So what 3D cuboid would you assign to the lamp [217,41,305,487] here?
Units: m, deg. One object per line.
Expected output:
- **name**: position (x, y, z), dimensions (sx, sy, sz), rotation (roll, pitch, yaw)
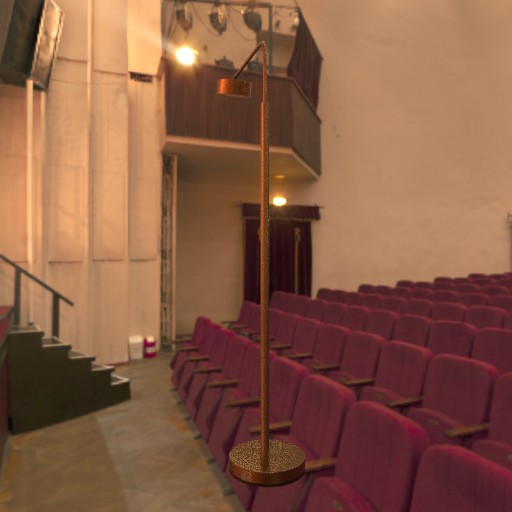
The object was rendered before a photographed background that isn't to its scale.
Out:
- **lamp**: position (0.000, 0.000, 1.383), dimensions (0.219, 1.230, 0.418), rotation (0, -1, -19)
